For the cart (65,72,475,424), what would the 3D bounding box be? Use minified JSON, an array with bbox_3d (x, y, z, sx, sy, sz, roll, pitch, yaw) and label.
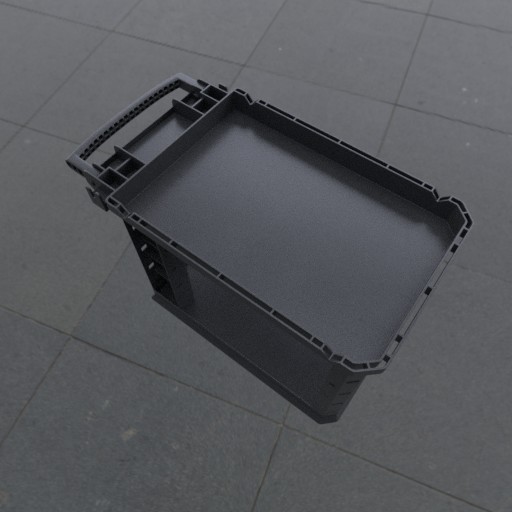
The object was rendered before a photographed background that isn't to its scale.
[{"bbox_3d":[0.000,0.000,1.794,1.239,0.884,0.674,33,64,18],"label":"cart"}]
